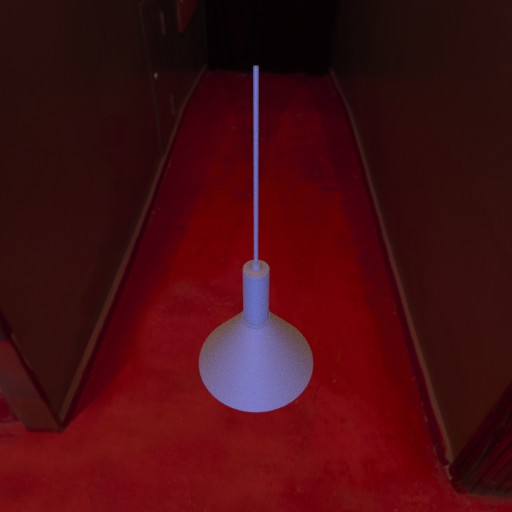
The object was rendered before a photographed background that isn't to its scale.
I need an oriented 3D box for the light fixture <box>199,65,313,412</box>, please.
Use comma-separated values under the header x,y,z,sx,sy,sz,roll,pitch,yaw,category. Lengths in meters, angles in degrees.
x,y,z,sx,sy,sz,roll,pitch,yaw,category
0.000,0.000,0.816,0.267,0.683,0.267,0,43,0,light fixture
